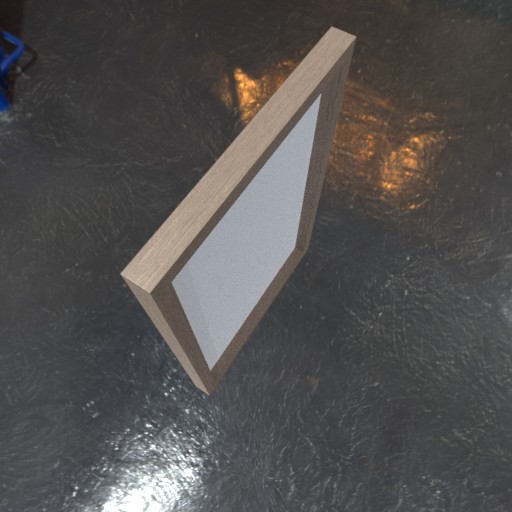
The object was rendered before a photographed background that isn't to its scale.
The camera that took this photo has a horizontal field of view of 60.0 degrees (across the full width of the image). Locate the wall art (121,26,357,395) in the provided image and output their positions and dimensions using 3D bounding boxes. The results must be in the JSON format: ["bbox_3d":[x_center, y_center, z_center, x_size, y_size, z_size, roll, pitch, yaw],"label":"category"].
[{"bbox_3d":[0.000,0.000,0.650,0.032,0.510,0.358,30,67,14],"label":"wall art"}]
